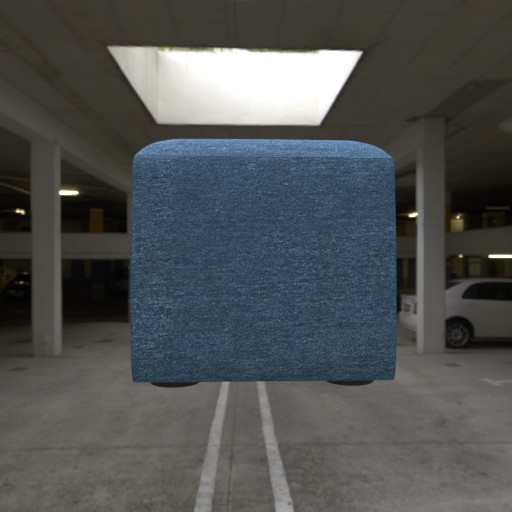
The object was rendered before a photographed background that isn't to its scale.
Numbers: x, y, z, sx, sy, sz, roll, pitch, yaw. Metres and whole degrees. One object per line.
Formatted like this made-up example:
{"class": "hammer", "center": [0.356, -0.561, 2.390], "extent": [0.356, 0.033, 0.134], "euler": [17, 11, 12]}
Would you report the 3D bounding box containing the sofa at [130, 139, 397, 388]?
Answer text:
{"class": "sofa", "center": [0.000, 0.000, 1.226], "extent": [0.480, 0.470, 0.930], "euler": [0, 0, -2]}
